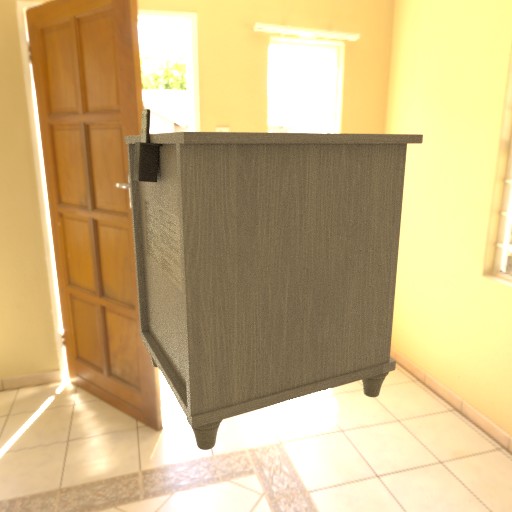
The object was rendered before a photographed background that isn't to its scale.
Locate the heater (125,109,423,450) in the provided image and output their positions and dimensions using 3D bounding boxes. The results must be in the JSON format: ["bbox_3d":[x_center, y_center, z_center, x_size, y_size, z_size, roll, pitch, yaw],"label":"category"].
[{"bbox_3d":[0.000,0.000,0.782,0.400,0.481,0.362,-7,16,-25],"label":"heater"}]
